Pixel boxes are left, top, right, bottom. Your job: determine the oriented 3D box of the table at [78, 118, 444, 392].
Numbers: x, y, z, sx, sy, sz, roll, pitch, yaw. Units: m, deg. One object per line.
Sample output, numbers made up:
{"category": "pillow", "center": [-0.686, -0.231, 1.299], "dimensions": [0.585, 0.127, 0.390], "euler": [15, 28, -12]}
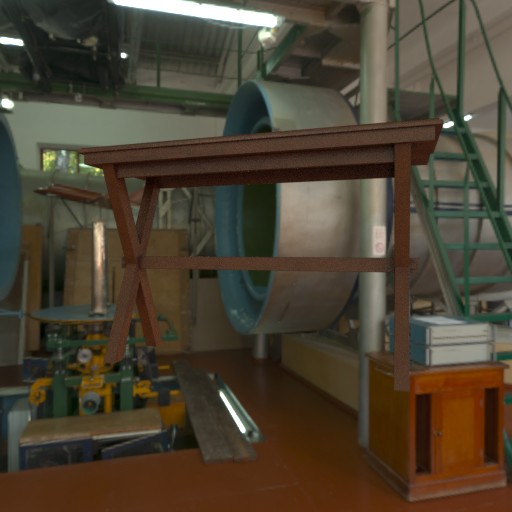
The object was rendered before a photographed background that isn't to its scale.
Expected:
{"category": "table", "center": [0.000, 0.000, 1.579], "dimensions": [1.197, 0.763, 0.399], "euler": [0, 1, 18]}
